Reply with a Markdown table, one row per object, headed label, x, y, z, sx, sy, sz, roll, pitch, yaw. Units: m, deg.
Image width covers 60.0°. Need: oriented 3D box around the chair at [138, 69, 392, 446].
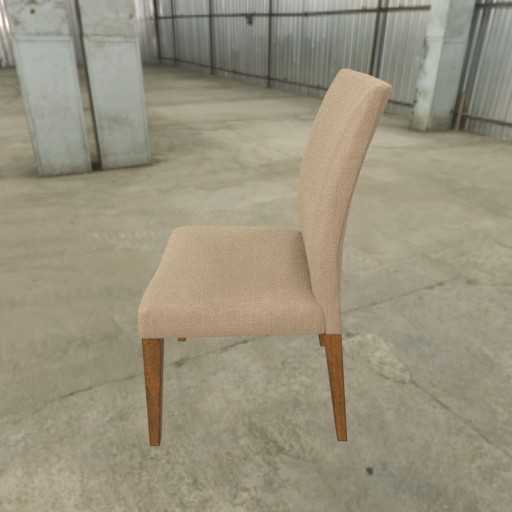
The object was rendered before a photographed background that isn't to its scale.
| label | x | y | z | sx | sy | sz | roll | pitch | yaw |
| --- | --- | --- | --- | --- | --- | --- | --- | --- | --- |
| chair | 0.000 | 0.000 | 1.239 | 0.585 | 0.940 | 0.496 | 0 | 27 | 1 |
